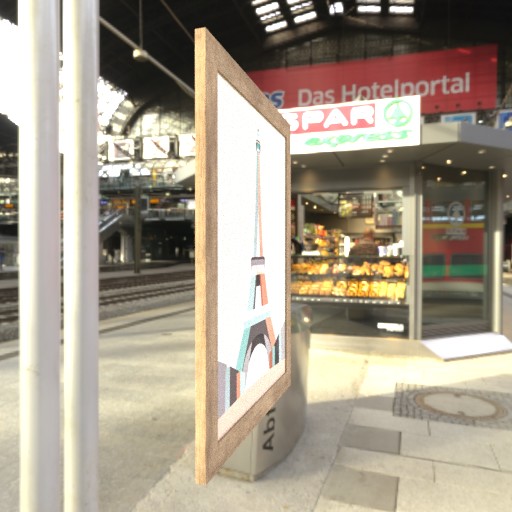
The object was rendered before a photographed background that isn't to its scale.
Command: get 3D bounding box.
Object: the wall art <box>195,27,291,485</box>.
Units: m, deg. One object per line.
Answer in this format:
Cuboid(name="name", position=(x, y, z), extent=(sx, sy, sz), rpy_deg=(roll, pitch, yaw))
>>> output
Cuboid(name="wall art", position=(0.000, 0.000, 0.919), extent=(0.018, 0.686, 0.534), rpy_deg=(0, 1, 18))
